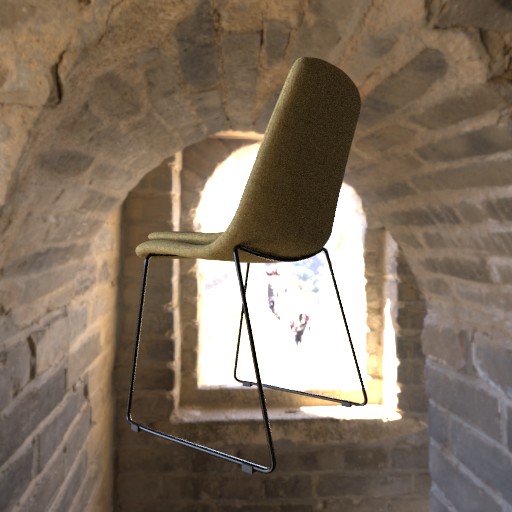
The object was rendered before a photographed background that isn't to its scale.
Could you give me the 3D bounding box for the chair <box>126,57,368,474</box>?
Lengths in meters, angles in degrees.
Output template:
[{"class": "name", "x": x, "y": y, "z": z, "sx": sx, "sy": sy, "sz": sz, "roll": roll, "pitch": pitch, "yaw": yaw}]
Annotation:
[{"class": "chair", "x": 0.000, "y": 0.000, "z": 1.151, "sx": 0.496, "sy": 0.849, "sz": 0.479, "roll": 0, "pitch": 0, "yaw": 36}]
